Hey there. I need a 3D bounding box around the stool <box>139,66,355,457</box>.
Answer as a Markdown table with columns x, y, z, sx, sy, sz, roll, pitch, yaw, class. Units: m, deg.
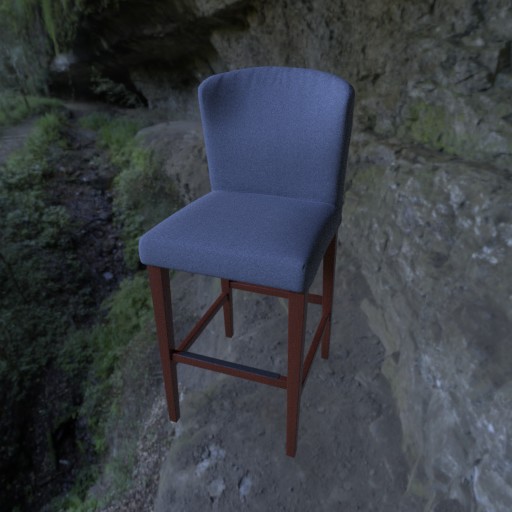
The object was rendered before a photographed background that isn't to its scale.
| x | y | z | sx | sy | sz | roll | pitch | yaw | class |
| --- | --- | --- | --- | --- | --- | --- | --- | --- | --- |
| 0.000 | 0.000 | 1.397 | 0.481 | 1.069 | 0.568 | 9 | 28 | 18 | stool |
